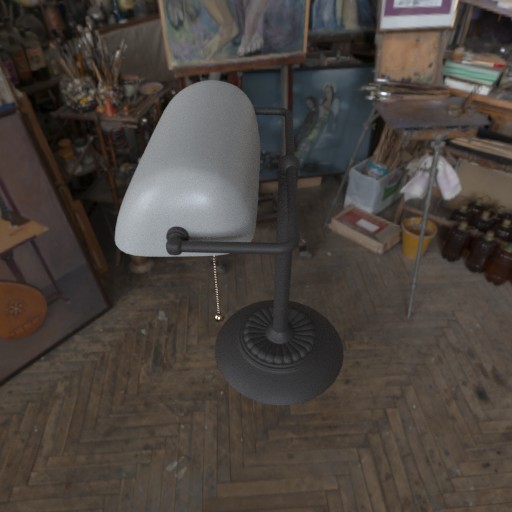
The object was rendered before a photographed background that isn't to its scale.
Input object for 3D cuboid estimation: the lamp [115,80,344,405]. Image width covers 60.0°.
[{"bbox_3d":[0.000,0.000,0.509,0.243,0.339,0.264,1,41,2],"label":"lamp"}]
